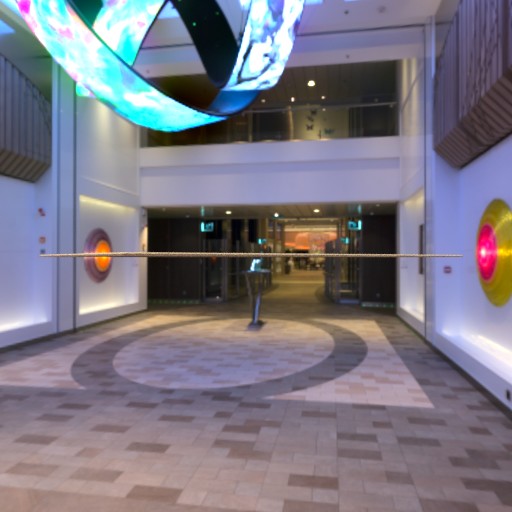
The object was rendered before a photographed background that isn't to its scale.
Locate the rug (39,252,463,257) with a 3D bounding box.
[{"bbox_3d":[0.000,0.000,2.291,1.829,0.010,1.219,0,0,-36],"label":"rug"}]
